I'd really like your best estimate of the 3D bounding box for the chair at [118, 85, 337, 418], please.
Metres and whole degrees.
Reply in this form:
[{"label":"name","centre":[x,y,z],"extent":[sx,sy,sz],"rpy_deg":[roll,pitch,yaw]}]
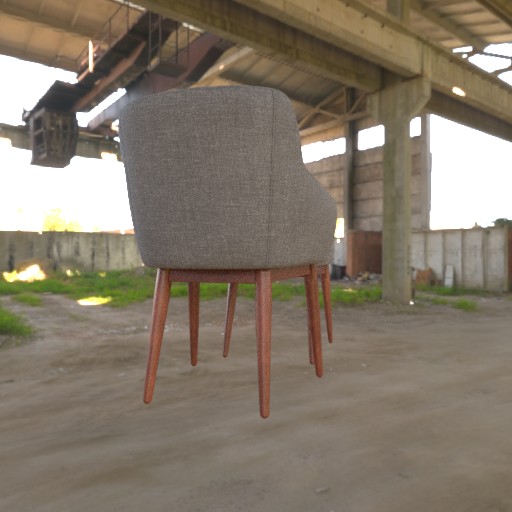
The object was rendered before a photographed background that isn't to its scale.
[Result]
[{"label":"chair","centre":[0.000,0.000,1.555],"extent":[0.584,0.799,1.107],"rpy_deg":[0,0,19]}]
